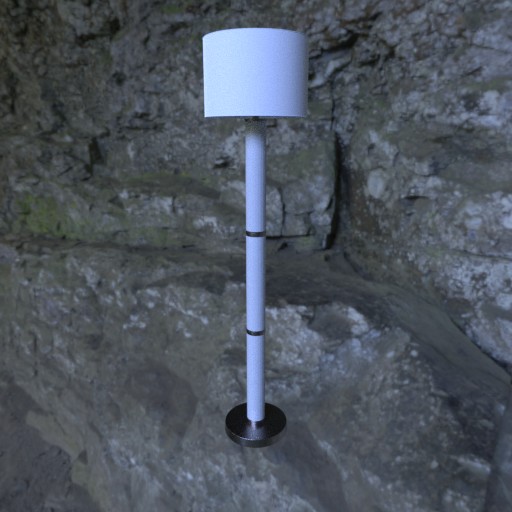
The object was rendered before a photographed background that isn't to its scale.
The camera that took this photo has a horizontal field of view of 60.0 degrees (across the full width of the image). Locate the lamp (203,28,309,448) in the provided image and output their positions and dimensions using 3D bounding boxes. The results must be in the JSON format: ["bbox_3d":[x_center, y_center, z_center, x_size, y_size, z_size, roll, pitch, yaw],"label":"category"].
[{"bbox_3d":[0.000,0.000,1.782,0.377,1.599,0.377,-8,18,-26],"label":"lamp"}]
